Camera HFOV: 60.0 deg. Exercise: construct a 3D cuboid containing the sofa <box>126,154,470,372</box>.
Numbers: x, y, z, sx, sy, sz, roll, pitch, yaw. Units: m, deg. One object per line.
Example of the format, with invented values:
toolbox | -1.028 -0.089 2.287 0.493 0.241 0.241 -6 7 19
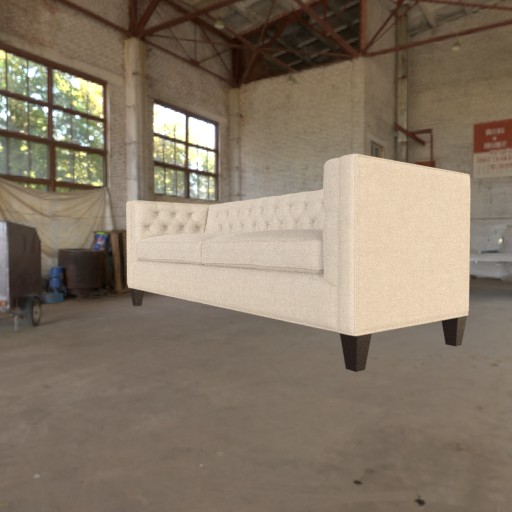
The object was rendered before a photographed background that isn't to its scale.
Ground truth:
sofa | 0.000 0.000 2.600 0.775 0.762 2.159 -1 2 -37
